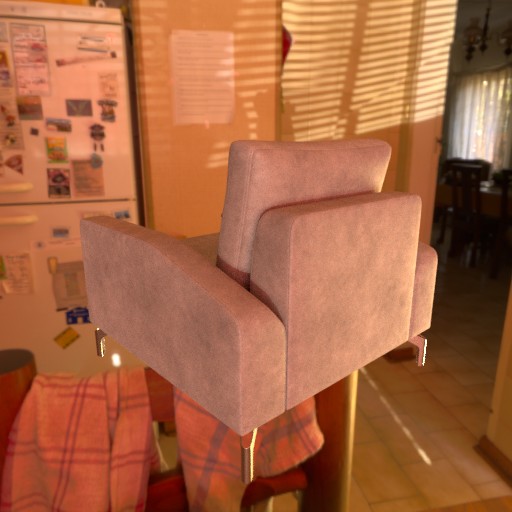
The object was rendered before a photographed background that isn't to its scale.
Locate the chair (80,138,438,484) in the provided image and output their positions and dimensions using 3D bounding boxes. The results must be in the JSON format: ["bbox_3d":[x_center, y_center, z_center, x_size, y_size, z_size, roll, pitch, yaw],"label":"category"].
[{"bbox_3d":[0.000,0.000,1.554,0.900,0.800,0.900,-14,21,-40],"label":"chair"}]
